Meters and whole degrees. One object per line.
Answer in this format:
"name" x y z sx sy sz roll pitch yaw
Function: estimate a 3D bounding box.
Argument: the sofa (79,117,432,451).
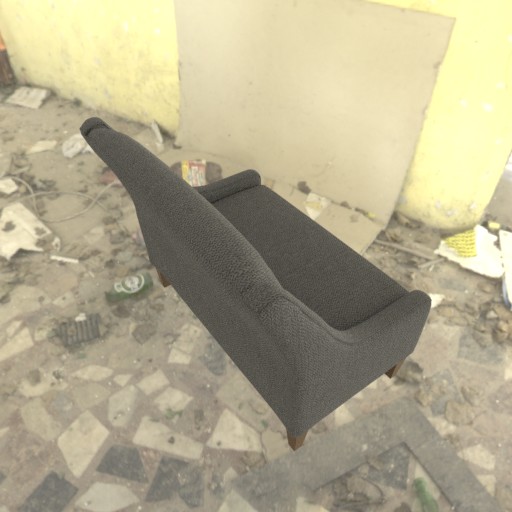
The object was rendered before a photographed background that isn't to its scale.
"sofa" 0.000 0.000 1.899 0.873 1.022 1.242 -26 48 -26
